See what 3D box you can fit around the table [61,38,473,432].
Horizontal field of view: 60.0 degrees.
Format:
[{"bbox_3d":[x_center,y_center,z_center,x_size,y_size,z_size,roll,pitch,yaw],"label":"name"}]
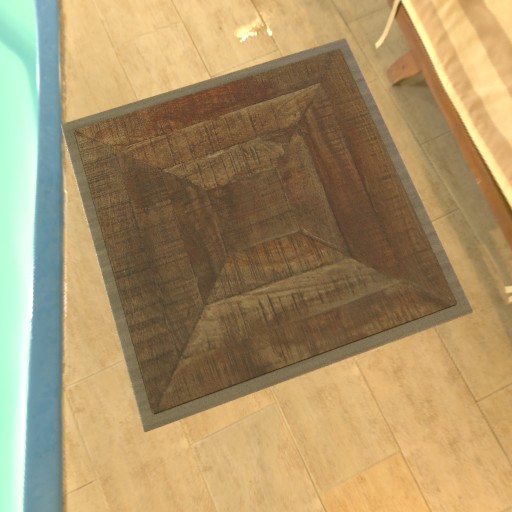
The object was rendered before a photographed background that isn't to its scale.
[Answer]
[{"bbox_3d":[0.000,0.000,0.855,0.450,0.500,0.449,-19,77,-5],"label":"table"}]
